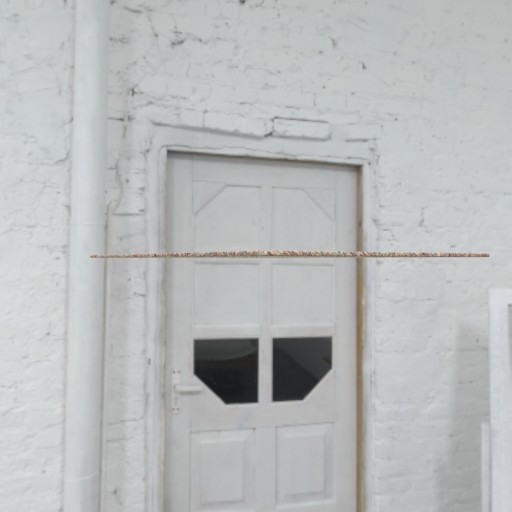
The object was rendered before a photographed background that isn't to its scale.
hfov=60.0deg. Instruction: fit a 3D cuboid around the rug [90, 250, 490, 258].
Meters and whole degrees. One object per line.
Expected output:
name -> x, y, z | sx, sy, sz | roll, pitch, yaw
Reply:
rug -> 0.000, 0.000, 2.918 | 1.523, 0.019, 2.285 | 0, -1, -35
